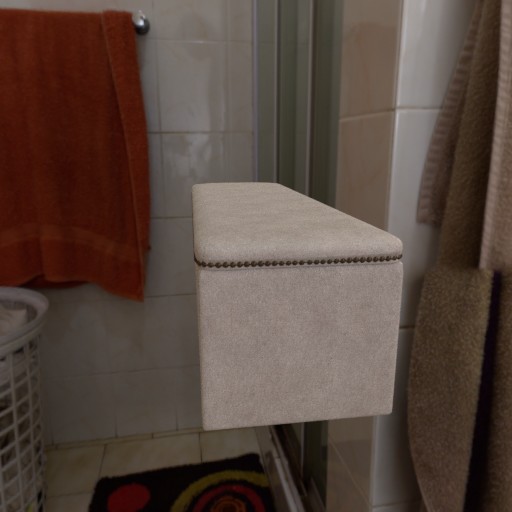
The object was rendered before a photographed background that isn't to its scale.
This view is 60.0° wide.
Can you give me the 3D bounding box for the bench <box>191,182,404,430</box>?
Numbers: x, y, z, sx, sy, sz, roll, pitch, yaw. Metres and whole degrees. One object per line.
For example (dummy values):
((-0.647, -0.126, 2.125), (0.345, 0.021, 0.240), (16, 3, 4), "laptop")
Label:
((0.000, 0.000, 1.691), (0.470, 0.447, 1.482), (-2, 14, -8), "bench")
